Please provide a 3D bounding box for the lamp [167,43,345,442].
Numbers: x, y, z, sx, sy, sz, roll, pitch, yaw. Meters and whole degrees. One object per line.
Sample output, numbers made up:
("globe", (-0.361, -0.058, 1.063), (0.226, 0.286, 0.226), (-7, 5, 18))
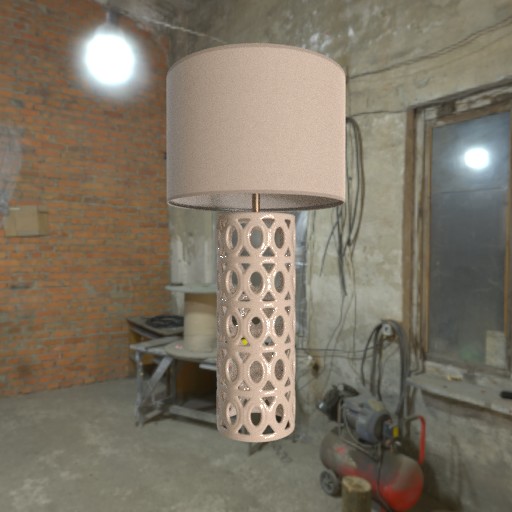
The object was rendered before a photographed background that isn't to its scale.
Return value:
("lamp", (0.000, 0.000, 0.825), (0.325, 0.636, 0.324), (0, 1, 18))
